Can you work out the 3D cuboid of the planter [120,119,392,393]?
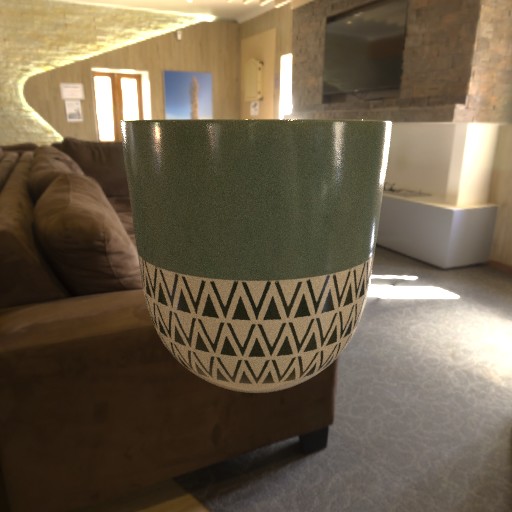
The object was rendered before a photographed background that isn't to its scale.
[{"bbox_3d":[0.000,0.000,0.366,0.198,0.214,0.198,0,17,0],"label":"planter"}]
